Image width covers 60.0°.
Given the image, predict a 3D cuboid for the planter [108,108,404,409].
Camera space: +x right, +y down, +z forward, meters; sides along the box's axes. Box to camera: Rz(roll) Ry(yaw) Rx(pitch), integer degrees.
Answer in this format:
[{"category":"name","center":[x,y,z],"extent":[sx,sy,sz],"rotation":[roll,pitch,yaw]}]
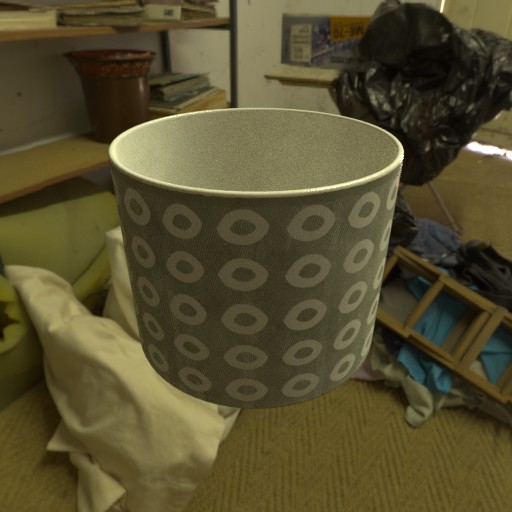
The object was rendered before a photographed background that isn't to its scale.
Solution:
[{"category":"planter","center":[0.000,0.000,0.341],"extent":[0.190,0.181,0.190],"rotation":[0,30,0]}]
